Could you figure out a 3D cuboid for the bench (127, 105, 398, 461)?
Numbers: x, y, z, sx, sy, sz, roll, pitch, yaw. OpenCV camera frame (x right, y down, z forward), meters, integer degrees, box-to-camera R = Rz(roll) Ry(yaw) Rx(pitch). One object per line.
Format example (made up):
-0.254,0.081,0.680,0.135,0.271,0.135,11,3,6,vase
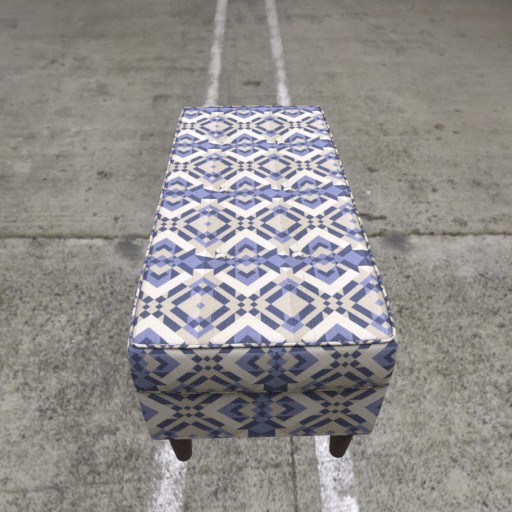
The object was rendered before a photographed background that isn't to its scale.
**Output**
0.000,0.000,1.271,0.492,0.477,1.016,-1,41,-1,bench
